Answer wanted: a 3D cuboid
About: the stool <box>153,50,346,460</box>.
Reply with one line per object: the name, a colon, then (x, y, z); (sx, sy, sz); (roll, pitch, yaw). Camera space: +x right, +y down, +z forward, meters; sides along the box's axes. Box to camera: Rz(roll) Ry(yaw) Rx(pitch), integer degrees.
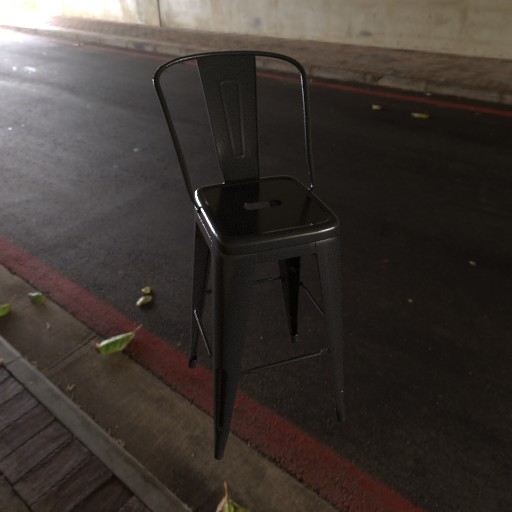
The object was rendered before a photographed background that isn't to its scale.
stool: (0.000, 0.000, 1.284); (0.432, 1.022, 0.528); (-10, 34, -16)
